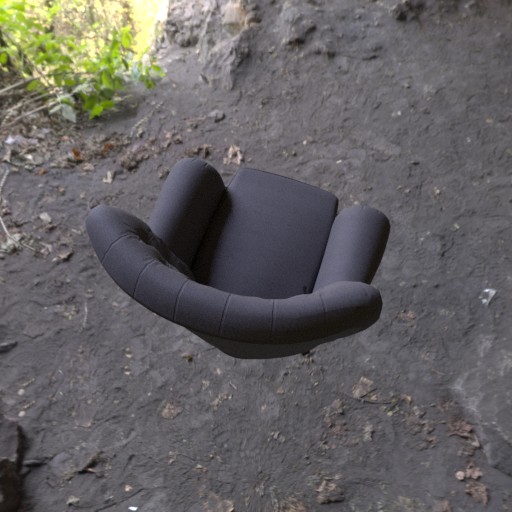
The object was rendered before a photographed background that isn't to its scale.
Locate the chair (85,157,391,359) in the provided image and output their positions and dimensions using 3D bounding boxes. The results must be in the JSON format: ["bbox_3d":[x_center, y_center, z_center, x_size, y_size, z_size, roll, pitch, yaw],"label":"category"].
[{"bbox_3d":[0.000,0.000,1.802,0.983,1.046,0.983,17,64,8],"label":"chair"}]
